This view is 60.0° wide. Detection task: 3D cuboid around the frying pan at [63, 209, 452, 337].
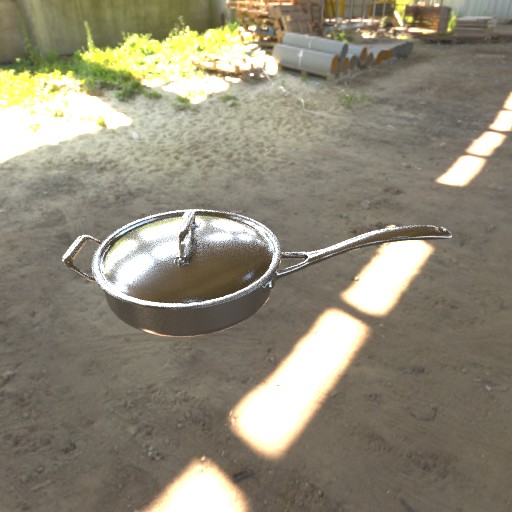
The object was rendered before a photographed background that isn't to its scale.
[{"bbox_3d":[0.000,0.000,0.669,0.561,0.114,0.280,1,32,2],"label":"frying pan"}]
